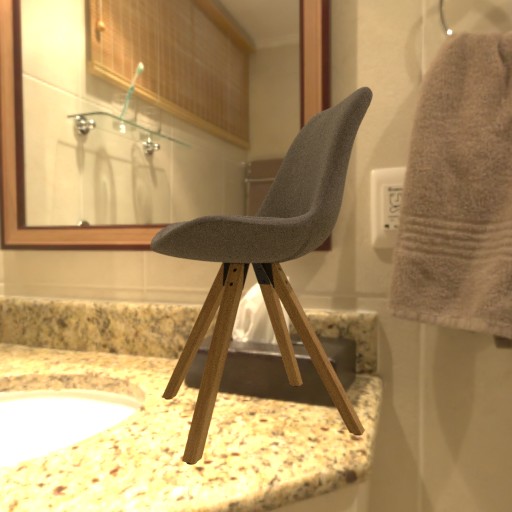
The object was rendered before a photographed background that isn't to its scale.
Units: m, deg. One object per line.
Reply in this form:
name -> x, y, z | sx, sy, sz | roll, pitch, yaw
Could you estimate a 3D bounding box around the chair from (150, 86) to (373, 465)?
chair -> 0.000, 0.000, 1.189 | 0.550, 0.865, 0.483 | -1, 2, -18
